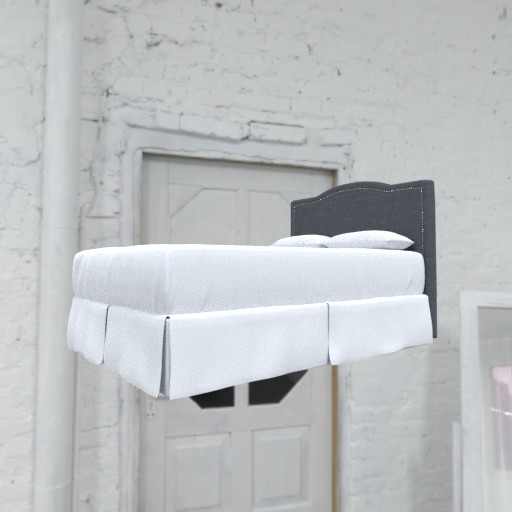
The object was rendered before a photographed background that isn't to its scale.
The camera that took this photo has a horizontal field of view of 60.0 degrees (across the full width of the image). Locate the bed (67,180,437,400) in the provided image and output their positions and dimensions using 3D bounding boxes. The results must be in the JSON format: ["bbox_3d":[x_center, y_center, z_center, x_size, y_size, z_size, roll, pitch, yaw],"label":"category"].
[{"bbox_3d":[0.000,0.000,3.549,2.507,1.441,1.747,1,-1,-38],"label":"bed"}]
